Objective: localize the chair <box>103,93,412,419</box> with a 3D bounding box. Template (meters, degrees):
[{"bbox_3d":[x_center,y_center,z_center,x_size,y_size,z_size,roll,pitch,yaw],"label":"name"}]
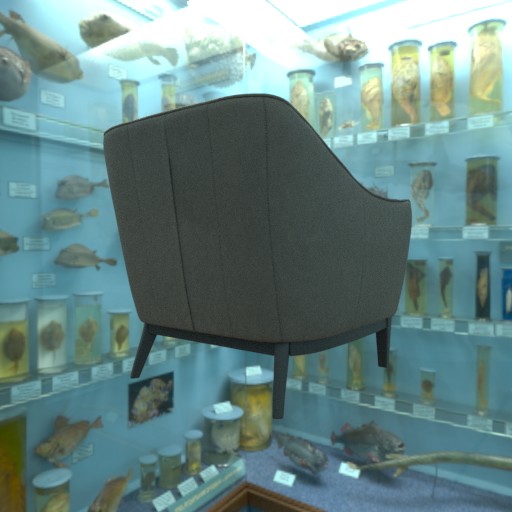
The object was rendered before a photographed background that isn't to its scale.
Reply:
[{"bbox_3d":[0.000,0.000,1.573,0.871,0.830,0.852,1,2,37],"label":"chair"}]
